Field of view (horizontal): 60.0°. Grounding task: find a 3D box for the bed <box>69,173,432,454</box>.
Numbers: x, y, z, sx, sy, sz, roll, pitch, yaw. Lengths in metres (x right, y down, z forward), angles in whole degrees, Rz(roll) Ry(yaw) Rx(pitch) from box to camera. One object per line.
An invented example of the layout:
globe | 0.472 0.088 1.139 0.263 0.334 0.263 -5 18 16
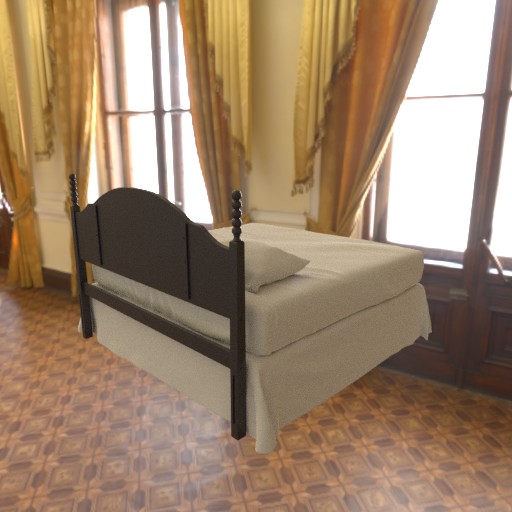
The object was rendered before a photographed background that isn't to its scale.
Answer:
bed | 0.000 0.000 3.661 2.322 1.355 2.219 14 19 43
